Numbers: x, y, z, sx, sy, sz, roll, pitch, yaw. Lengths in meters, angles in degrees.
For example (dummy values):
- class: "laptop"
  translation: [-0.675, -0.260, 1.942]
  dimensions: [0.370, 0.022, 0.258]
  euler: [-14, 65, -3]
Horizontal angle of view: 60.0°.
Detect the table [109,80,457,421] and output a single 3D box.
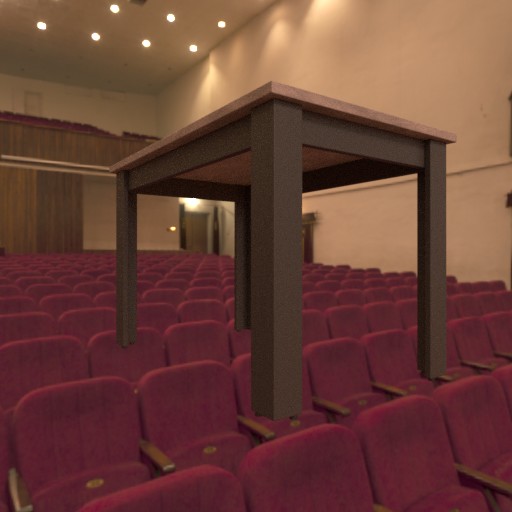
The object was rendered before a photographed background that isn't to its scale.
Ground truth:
- class: "table"
  translation: [0.000, 0.000, 1.577]
  dimensions: [0.700, 0.734, 1.100]
  euler: [0, 0, -35]
